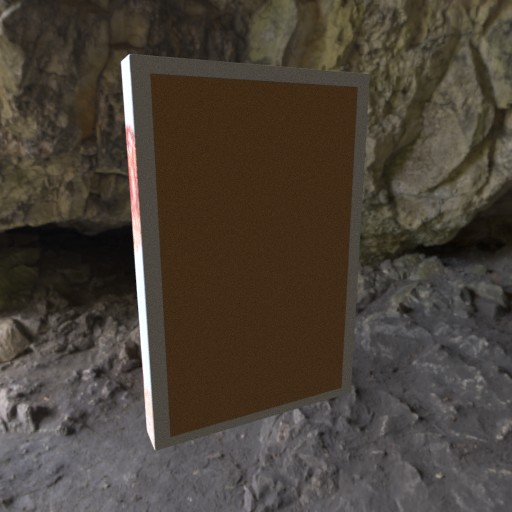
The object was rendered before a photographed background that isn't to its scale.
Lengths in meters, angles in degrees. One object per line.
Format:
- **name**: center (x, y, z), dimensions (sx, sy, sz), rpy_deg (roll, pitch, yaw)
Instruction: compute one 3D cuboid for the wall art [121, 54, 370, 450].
- **wall art**: center (0.000, 0.000, 0.480), dimensions (0.251, 0.380, 0.039), rpy_deg (-7, 16, -25)
